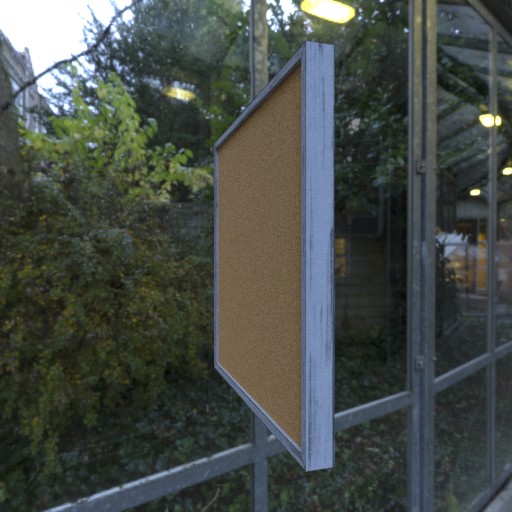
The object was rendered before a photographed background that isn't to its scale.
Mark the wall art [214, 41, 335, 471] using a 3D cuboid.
[{"bbox_3d":[0.000,0.000,0.767,0.038,0.506,0.506,0,0,-18],"label":"wall art"}]
